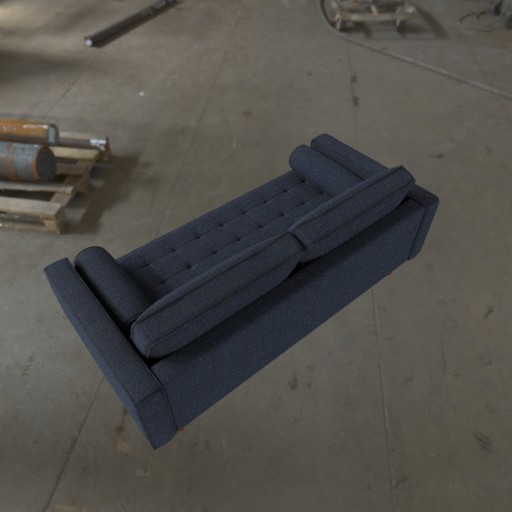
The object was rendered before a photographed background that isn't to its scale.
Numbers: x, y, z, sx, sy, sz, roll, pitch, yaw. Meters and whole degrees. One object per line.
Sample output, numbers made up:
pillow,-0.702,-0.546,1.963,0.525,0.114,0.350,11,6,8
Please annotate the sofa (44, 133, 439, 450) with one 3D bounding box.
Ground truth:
sofa,0.000,0.000,2.374,1.880,0.762,0.914,-31,54,-26
